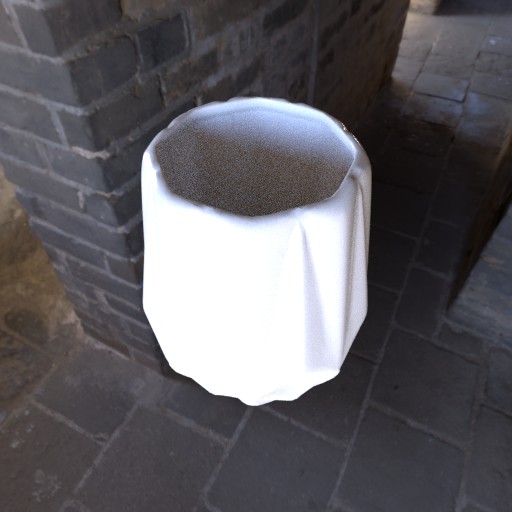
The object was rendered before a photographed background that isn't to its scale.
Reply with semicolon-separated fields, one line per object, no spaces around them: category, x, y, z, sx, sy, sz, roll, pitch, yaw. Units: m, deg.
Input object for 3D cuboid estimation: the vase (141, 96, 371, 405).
vase;0.000;0.000;0.264;0.141;0.152;0.141;0;48;0
